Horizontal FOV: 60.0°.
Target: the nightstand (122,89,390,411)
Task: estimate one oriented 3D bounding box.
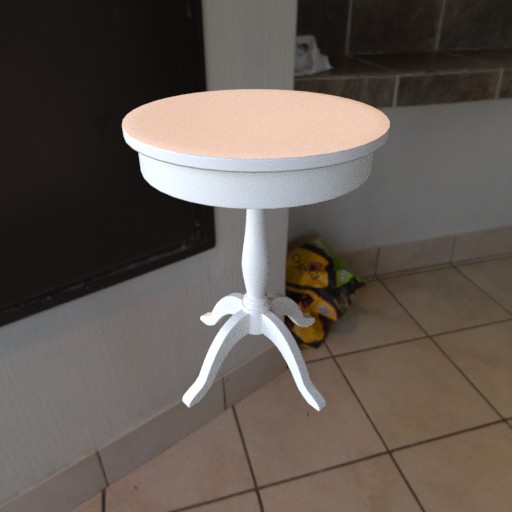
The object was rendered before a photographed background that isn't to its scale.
[{"bbox_3d":[0.000,0.000,1.045,0.513,0.653,0.513,-20,37,-29],"label":"nightstand"}]
